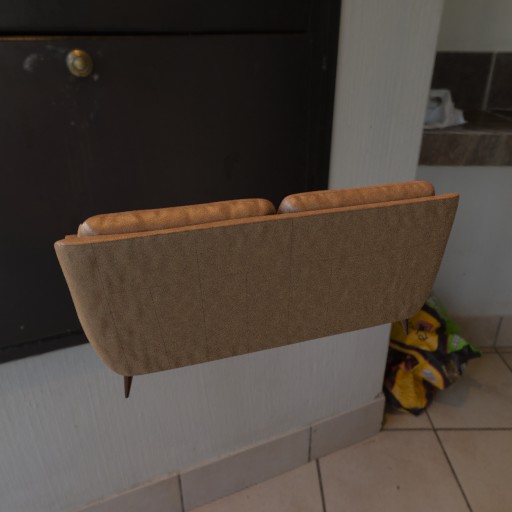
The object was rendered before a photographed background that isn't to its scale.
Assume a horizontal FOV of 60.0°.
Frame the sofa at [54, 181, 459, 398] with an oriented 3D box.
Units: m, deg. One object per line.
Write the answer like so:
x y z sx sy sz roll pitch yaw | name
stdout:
0.000 0.000 2.355 1.902 0.839 0.904 -8 27 -17 | sofa
